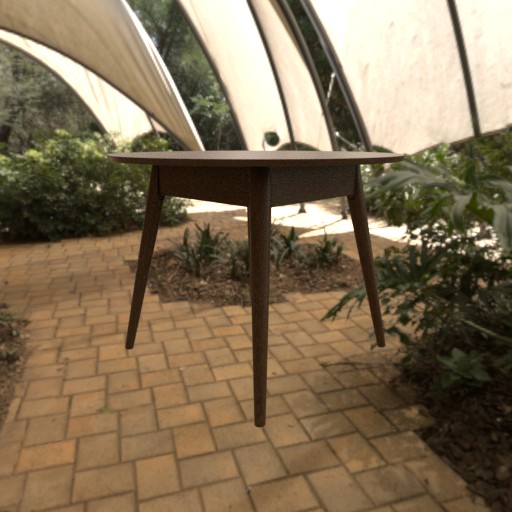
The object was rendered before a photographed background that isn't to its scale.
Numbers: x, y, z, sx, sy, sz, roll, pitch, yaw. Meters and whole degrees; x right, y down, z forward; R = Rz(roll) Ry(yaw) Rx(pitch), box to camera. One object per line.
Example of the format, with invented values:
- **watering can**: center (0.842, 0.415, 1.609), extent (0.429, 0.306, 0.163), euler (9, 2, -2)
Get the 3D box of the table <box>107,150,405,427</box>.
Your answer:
- **table**: center (0.000, 0.000, 1.746), extent (1.053, 0.786, 1.053), euler (0, 15, 0)
